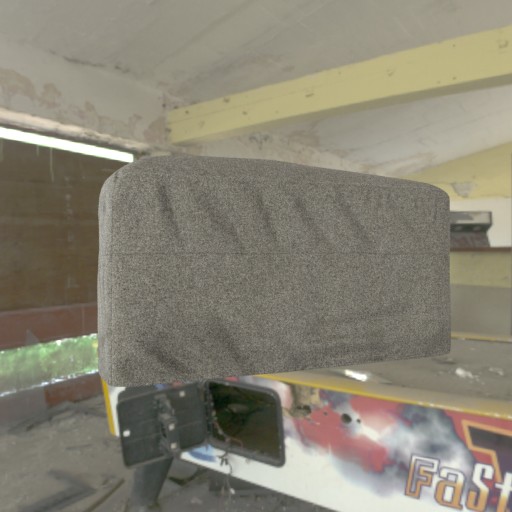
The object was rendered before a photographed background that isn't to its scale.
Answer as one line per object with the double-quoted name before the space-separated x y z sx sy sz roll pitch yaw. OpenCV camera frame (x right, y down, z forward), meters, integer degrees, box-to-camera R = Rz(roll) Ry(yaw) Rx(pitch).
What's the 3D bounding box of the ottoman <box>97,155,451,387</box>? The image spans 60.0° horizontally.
"ottoman" 0.000 0.000 1.242 0.837 0.481 0.683 0 0 -19
